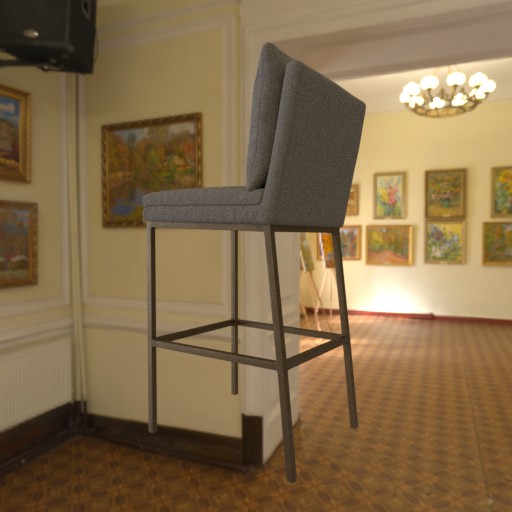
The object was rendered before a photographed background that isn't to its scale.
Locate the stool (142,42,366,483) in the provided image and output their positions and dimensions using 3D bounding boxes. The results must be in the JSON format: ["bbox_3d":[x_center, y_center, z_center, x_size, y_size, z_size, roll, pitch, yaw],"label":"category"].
[{"bbox_3d":[0.000,0.000,1.429,0.569,1.132,0.463,2,3,36],"label":"stool"}]
